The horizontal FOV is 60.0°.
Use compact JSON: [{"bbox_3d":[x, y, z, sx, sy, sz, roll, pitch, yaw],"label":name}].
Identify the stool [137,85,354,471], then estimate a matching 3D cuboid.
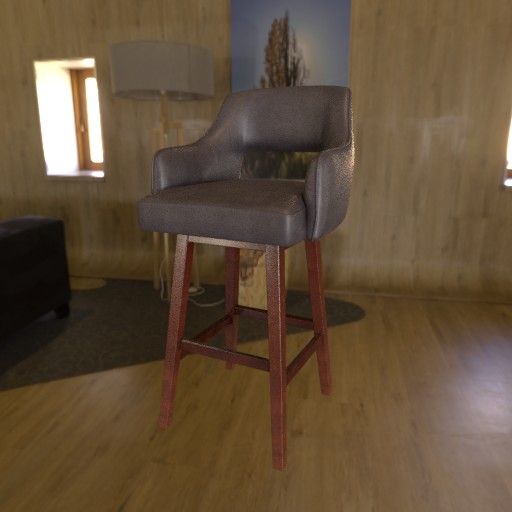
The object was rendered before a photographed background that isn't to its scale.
[{"bbox_3d":[0.000,0.000,1.379,0.550,1.041,0.560,7,17,26],"label":"stool"}]
